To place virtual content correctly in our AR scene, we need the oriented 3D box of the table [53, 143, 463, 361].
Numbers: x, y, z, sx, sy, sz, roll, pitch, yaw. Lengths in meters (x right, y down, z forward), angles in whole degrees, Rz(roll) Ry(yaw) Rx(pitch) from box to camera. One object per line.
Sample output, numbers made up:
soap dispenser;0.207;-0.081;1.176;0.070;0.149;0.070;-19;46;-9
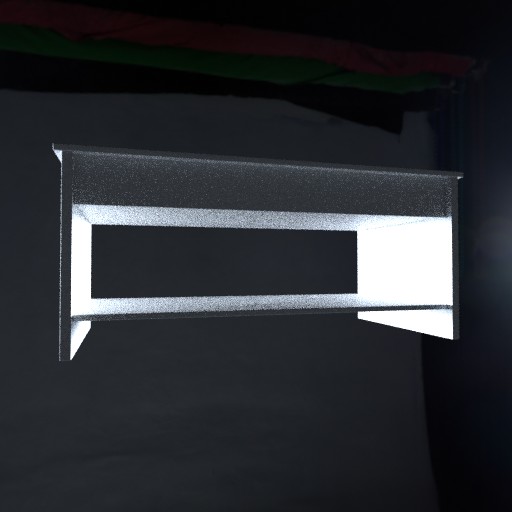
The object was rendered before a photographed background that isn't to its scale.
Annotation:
table;0.000;0.000;1.271;1.000;0.441;0.500;0;-1;-16
